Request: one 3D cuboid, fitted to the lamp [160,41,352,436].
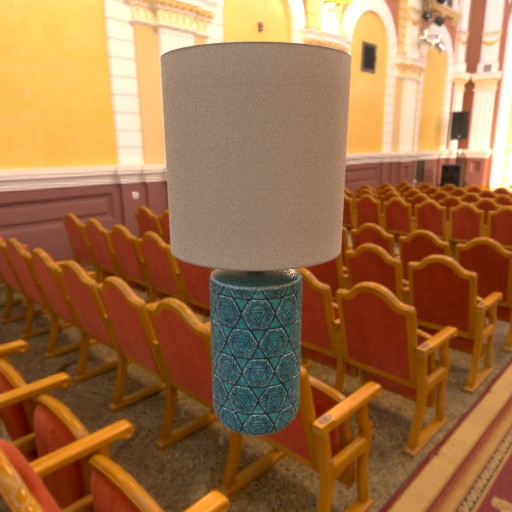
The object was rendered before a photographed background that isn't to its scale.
[{"bbox_3d":[0.000,0.000,0.734,0.278,0.597,0.278,14,20,42],"label":"lamp"}]
